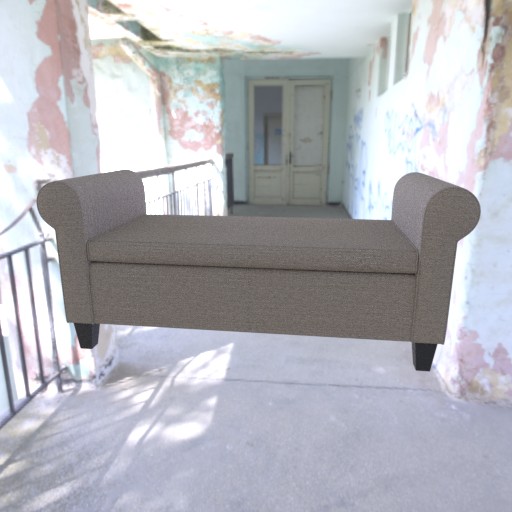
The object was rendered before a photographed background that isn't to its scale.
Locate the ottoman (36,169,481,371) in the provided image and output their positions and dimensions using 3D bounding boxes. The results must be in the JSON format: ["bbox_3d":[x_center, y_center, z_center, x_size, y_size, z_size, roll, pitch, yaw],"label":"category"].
[{"bbox_3d":[0.000,0.000,1.533,1.256,0.547,0.521,2,15,7],"label":"ottoman"}]
